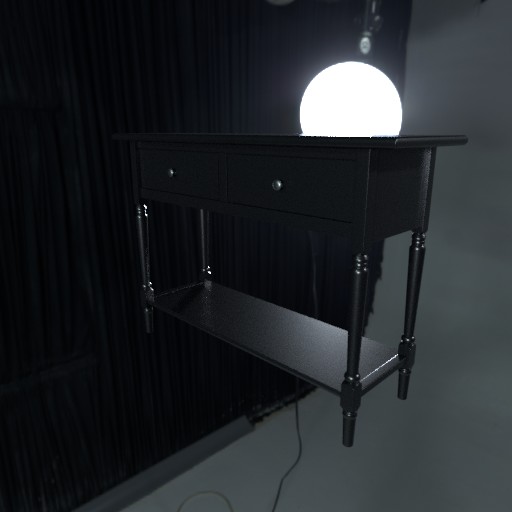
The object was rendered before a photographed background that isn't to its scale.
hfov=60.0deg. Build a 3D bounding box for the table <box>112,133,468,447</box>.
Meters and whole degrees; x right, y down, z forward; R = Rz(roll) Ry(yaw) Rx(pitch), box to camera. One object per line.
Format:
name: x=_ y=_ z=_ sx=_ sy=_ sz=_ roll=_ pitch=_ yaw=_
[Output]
table: x=0.000 y=0.000 z=1.545 sx=1.191 sy=0.819 sz=0.386 roll=15 pitch=22 yaw=43
